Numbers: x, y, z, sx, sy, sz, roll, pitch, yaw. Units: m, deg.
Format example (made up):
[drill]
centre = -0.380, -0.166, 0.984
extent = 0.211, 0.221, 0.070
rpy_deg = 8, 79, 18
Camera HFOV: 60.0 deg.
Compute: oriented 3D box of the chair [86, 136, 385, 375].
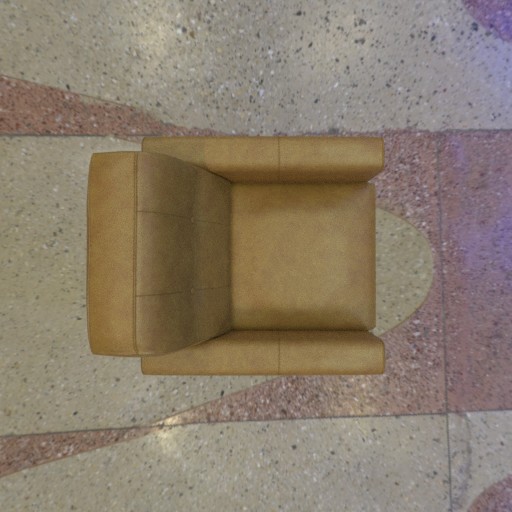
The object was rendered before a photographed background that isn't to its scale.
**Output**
[chair]
centre = 0.000, 0.000, 1.681
extent = 0.942, 0.968, 0.845
rpy_deg = 0, 89, 0
